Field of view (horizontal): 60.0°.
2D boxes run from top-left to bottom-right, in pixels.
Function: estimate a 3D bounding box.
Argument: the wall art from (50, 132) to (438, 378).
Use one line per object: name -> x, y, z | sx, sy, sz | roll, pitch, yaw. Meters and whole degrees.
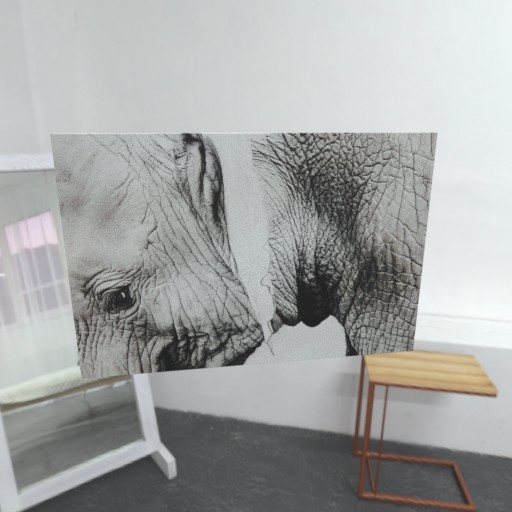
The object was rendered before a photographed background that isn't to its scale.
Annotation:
wall art -> 0.000, 0.000, 1.418 | 1.141, 0.758, 0.035 | -3, 17, -9
